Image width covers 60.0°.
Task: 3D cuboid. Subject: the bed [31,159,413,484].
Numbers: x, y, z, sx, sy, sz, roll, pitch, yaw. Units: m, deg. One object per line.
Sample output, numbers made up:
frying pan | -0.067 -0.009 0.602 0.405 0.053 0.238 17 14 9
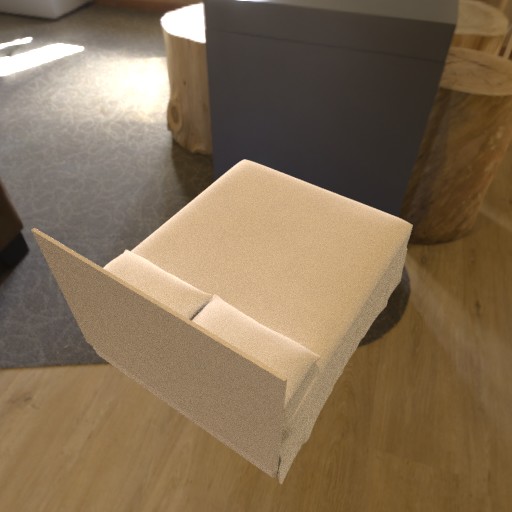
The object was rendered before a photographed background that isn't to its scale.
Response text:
bed | 0.000 0.000 3.185 1.745 1.335 2.094 26 51 23
